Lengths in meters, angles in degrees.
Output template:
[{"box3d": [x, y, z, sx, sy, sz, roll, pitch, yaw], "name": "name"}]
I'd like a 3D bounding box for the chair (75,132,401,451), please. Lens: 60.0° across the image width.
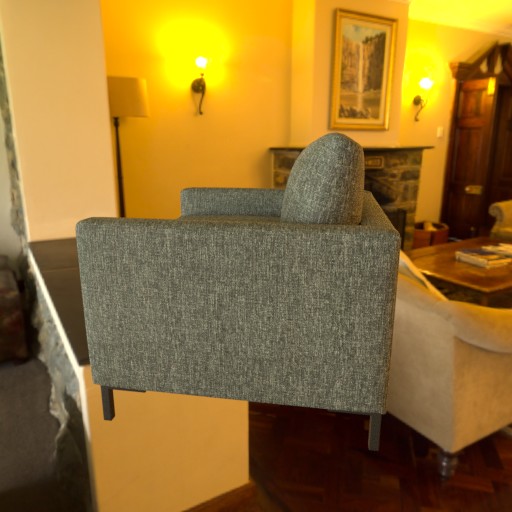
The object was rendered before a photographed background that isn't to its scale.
[{"box3d": [0.000, 0.000, 1.605, 0.866, 0.861, 0.963, 3, 15, 10], "name": "chair"}]
